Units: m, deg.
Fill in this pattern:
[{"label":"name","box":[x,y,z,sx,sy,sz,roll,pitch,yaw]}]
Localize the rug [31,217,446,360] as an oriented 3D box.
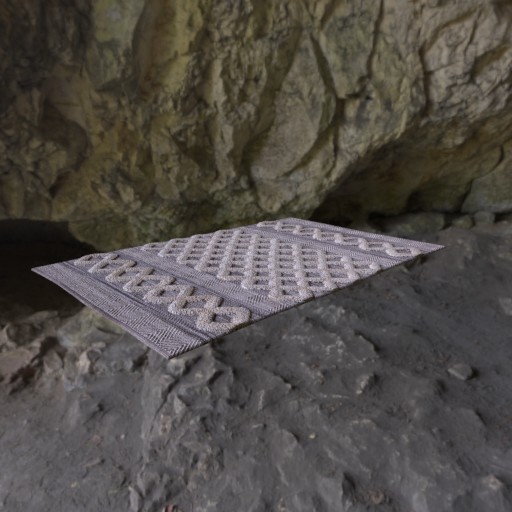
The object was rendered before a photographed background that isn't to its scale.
[{"label":"rug","box":[0.000,0.000,2.927,2.333,0.033,1.513,-15,22,-42]}]
